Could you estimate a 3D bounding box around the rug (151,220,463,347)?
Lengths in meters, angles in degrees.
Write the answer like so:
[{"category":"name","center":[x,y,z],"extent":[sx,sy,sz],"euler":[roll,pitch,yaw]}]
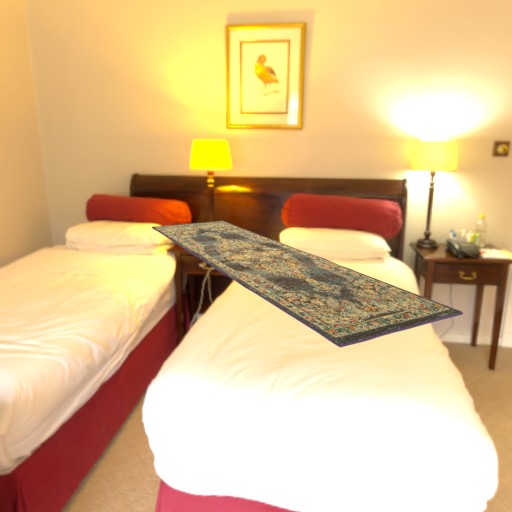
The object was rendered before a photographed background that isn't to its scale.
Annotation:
[{"category":"rug","center":[0.000,0.000,2.535],"extent":[0.602,0.016,2.283],"euler":[-8,16,-27]}]
